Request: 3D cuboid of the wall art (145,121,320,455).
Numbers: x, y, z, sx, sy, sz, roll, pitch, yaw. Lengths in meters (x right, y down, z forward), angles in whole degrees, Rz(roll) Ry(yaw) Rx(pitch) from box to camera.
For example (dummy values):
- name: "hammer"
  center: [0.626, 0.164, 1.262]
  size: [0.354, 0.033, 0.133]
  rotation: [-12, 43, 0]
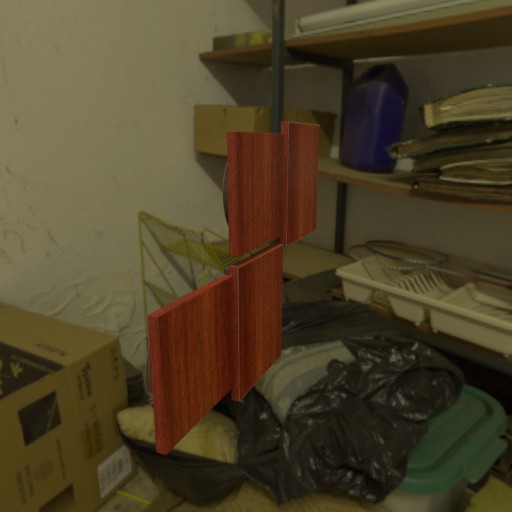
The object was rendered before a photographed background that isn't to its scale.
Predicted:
- name: "wall art"
  center: [0.000, 0.000, 0.839]
  size: [0.030, 0.497, 0.635]
  rotation: [7, 16, 25]
